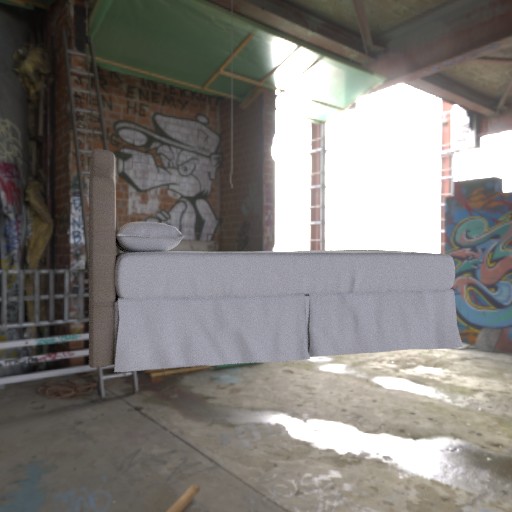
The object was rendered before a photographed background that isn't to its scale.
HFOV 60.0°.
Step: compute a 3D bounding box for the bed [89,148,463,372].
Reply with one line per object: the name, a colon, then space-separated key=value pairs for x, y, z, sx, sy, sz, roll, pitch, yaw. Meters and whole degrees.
bed: x=0.000 y=0.000 z=3.652 sx=2.498 sy=1.293 sz=1.977 roll=0 pitch=0 yaw=-18
